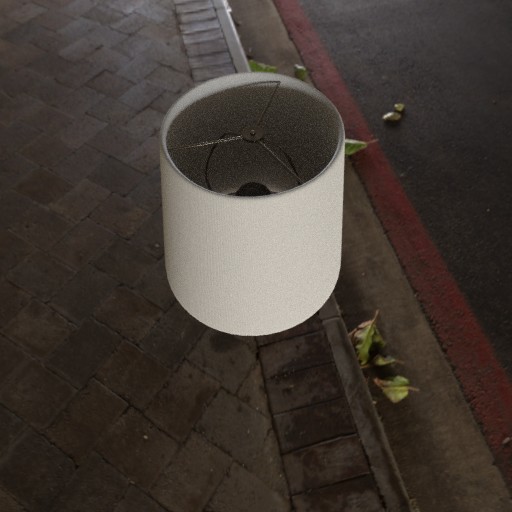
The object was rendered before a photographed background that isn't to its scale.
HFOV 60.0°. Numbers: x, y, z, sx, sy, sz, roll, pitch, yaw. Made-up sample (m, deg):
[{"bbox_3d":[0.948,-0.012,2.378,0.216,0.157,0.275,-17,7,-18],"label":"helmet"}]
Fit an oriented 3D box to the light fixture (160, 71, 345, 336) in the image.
[{"bbox_3d":[0.000,0.000,0.447,0.168,0.337,0.188,16,58,11],"label":"light fixture"}]
